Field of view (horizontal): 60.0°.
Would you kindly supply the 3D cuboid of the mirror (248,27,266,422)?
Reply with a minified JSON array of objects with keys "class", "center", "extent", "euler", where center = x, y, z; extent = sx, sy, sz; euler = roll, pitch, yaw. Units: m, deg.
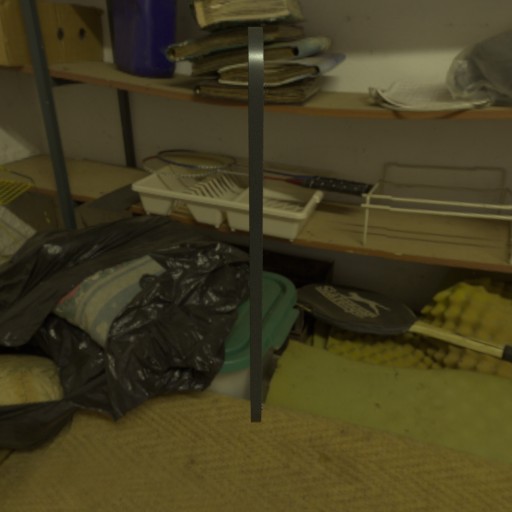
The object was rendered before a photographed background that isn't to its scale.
[{"class":"mirror","center":[0.000,0.000,1.079],"extent":[0.032,0.991,0.222],"euler":[0,26,-1]}]
